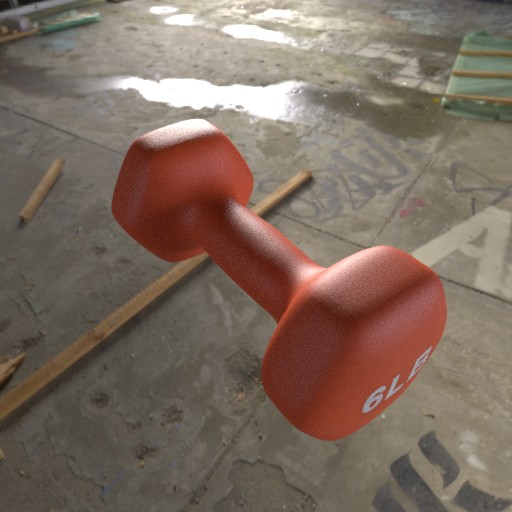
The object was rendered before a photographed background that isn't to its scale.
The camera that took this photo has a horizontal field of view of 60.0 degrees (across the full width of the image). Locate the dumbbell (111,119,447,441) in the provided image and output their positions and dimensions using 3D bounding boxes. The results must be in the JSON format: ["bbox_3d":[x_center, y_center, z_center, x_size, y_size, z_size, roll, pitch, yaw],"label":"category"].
[{"bbox_3d":[0.000,0.000,0.200,0.079,0.071,0.162,-27,49,-26],"label":"dumbbell"}]
